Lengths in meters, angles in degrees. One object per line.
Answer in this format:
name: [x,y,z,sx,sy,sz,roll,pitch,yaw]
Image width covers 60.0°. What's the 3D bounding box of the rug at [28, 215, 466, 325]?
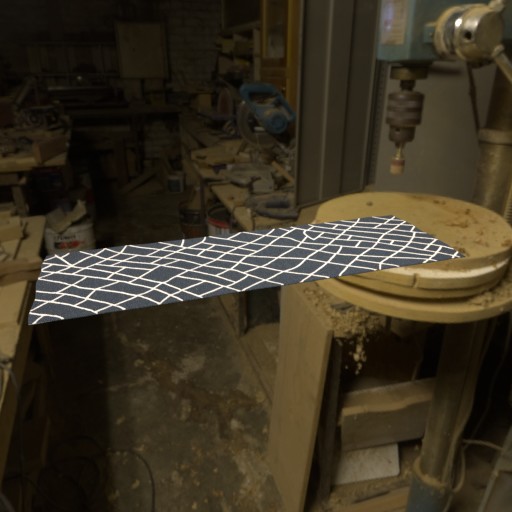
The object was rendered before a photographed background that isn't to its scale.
rug: [0.000,0.000,2.716,2.476,0.010,0.807,-8,26,-16]
